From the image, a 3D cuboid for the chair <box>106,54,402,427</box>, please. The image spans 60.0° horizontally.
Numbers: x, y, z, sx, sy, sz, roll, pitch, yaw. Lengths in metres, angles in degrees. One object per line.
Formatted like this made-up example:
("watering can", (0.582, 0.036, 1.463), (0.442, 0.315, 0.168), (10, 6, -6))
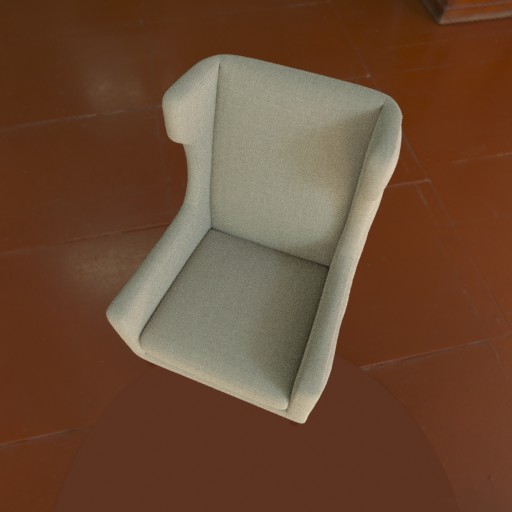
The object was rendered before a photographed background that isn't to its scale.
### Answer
("chair", (0.000, 0.000, 1.663), (0.778, 1.079, 0.899), (19, 60, 11))
